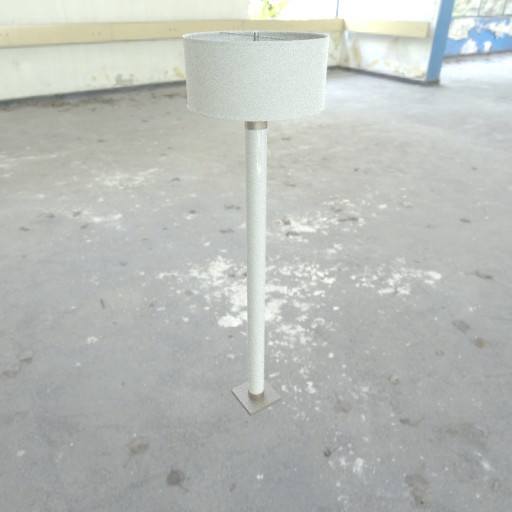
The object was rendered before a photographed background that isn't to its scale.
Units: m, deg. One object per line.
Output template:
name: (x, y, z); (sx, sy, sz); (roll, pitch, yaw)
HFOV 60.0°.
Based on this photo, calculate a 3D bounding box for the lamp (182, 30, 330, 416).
lamp: (0.000, 0.000, 1.632); (0.420, 1.475, 0.420); (-18, 35, -28)
